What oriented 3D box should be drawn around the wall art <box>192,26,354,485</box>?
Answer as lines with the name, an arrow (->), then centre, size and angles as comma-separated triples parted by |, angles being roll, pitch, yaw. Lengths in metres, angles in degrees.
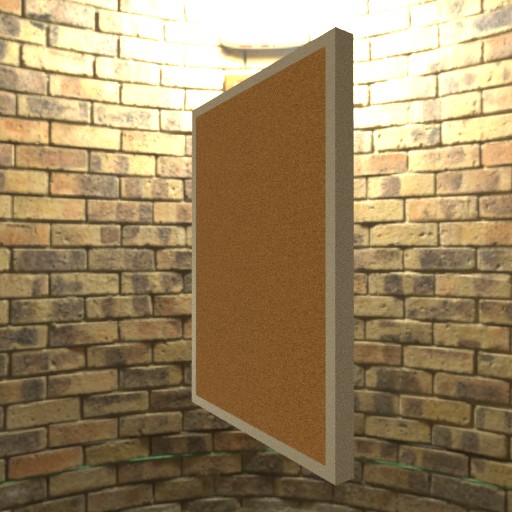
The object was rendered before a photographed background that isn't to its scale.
wall art -> 0.000, 0.000, 0.829 | 0.038, 0.657, 0.450 | 0, 0, -35
